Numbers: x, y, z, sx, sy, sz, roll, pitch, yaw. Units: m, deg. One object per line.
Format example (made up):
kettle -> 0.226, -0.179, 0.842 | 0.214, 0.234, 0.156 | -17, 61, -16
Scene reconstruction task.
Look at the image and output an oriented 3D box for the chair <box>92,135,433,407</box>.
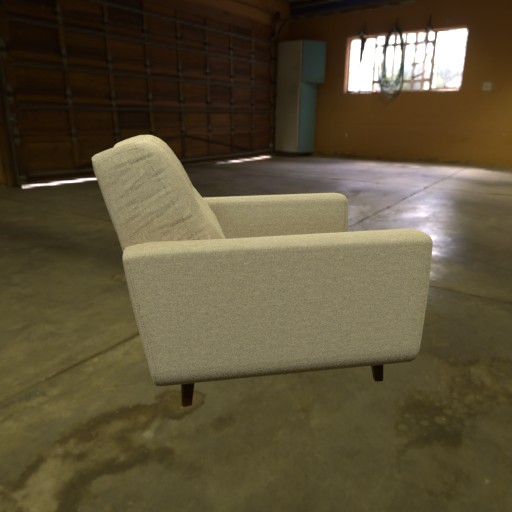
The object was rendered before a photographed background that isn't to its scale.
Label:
chair -> 0.000, 0.000, 1.856 | 1.128, 0.965, 0.897 | -3, 18, -10
